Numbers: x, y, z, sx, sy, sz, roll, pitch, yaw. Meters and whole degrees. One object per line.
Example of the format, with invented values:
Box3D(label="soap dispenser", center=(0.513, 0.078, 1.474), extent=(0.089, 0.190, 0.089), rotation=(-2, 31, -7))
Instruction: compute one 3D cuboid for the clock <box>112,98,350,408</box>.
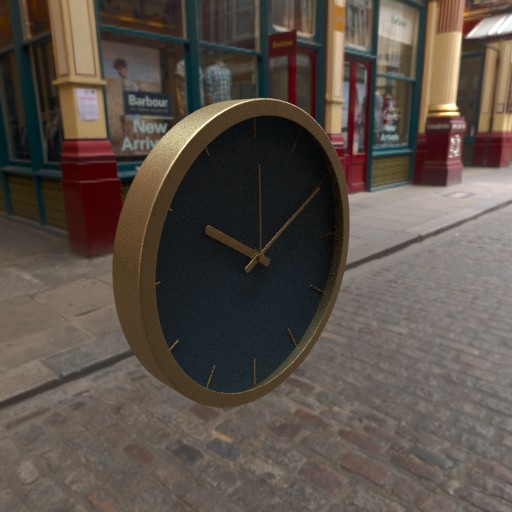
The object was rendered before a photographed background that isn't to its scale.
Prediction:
Box3D(label="clock", center=(0.000, 0.000, 0.469), extent=(0.040, 0.314, 0.314), rotation=(13, 20, 40))
